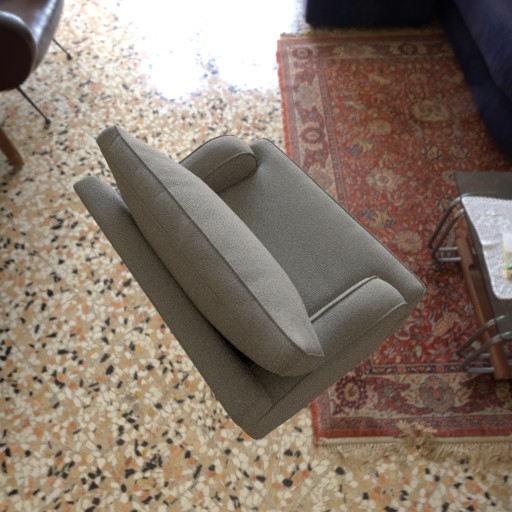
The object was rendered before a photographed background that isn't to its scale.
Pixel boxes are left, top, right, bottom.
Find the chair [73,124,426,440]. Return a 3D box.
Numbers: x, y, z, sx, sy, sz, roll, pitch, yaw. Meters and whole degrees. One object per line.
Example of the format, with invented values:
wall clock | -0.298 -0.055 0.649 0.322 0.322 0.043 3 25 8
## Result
chair | 0.000 0.000 2.016 1.040 1.016 1.220 -32 64 -18
